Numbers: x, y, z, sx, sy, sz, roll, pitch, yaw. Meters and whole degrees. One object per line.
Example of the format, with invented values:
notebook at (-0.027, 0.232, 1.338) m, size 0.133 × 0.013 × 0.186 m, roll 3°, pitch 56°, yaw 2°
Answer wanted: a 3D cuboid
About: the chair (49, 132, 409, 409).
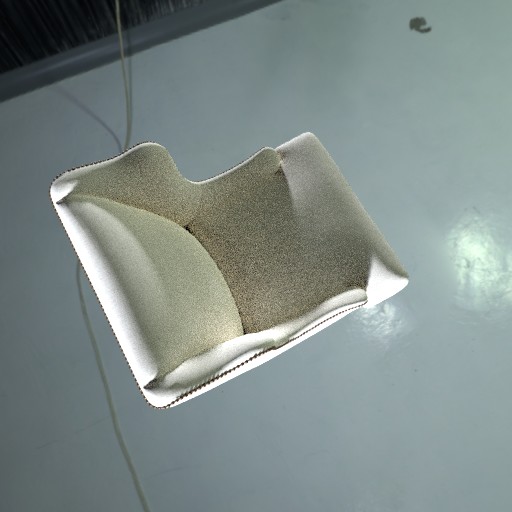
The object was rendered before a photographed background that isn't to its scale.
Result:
chair at (0.000, 0.000, 1.640) m, size 0.940 × 1.029 × 0.737 m, roll -28°, pitch 77°, yaw -7°
